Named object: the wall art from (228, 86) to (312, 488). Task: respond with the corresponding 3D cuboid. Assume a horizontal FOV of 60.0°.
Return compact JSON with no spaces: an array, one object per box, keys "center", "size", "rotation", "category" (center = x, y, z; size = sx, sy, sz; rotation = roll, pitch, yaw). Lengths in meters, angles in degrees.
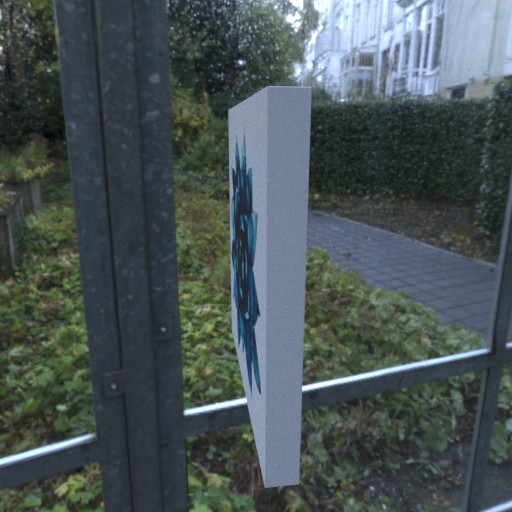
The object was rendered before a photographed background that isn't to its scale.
[{"center":[0.000,0.000,0.620],"size":[0.038,0.406,0.406],"rotation":[-2,16,-8],"category":"wall art"}]
